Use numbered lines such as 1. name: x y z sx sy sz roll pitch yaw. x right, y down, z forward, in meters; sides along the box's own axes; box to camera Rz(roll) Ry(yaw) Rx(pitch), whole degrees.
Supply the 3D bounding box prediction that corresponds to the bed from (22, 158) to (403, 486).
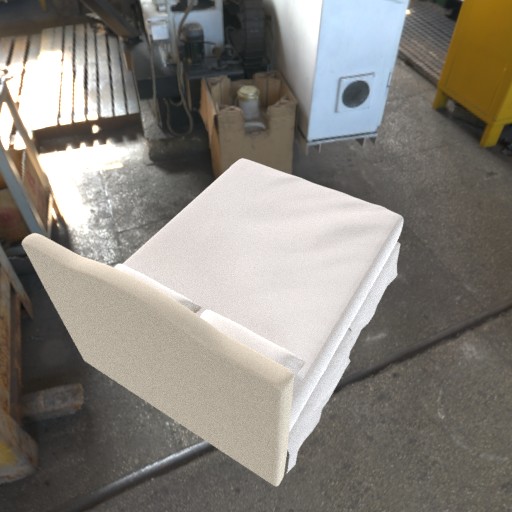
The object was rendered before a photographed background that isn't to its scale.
1. bed: 0.000 0.000 3.223 1.741 1.449 2.196 24 51 21
